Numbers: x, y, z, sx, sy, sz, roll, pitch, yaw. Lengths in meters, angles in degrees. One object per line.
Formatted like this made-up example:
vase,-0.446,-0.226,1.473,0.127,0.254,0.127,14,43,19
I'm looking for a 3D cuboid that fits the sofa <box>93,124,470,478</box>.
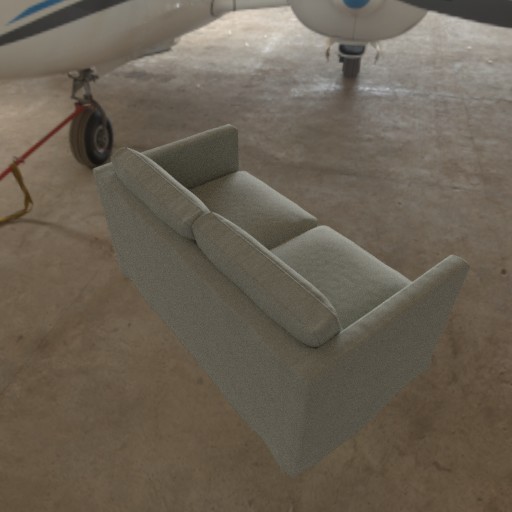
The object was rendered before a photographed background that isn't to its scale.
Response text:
sofa,0.000,0.000,2.280,0.944,0.830,1.727,-27,48,-28
